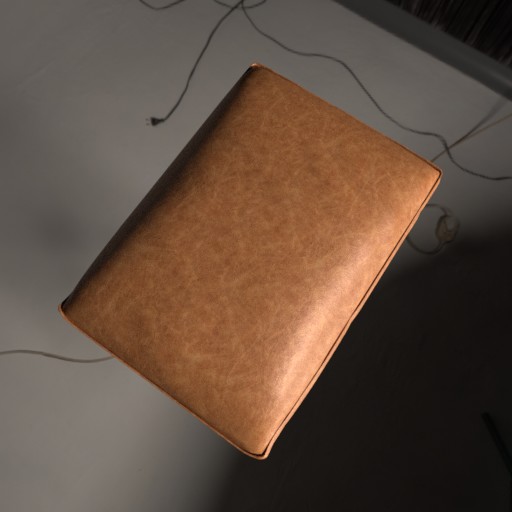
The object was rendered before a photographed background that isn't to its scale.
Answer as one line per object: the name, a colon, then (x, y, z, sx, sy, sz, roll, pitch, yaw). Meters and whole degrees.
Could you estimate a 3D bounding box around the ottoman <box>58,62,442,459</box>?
ottoman: (0.000, 0.000, 1.062, 0.533, 0.480, 0.710, 33, 77, 9)
